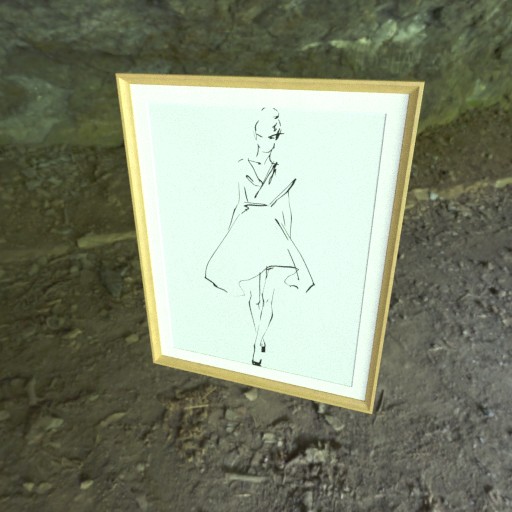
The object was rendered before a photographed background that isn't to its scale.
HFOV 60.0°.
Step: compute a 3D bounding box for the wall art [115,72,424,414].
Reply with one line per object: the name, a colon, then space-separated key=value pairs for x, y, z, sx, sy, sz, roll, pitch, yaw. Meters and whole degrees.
wall art: x=0.000 y=0.000 z=1.332 sx=0.798 sy=1.002 sz=0.030 roll=8 pitch=28 yaw=16
